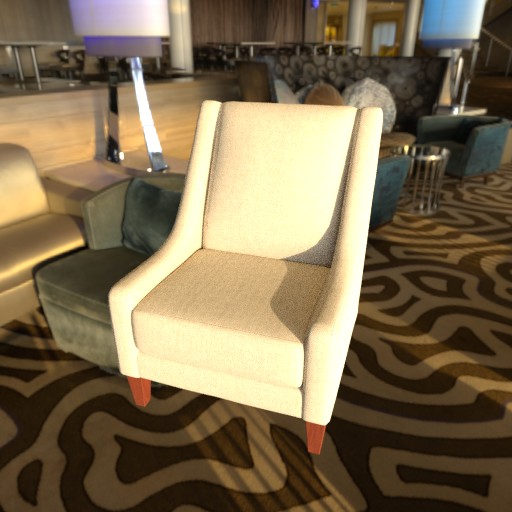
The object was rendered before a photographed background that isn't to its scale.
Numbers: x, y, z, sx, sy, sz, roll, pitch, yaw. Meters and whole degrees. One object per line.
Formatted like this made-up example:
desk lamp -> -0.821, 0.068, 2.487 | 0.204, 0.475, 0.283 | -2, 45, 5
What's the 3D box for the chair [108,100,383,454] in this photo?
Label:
chair -> 0.000, 0.000, 1.674 | 0.774, 1.014, 0.870 | 8, 27, 17
